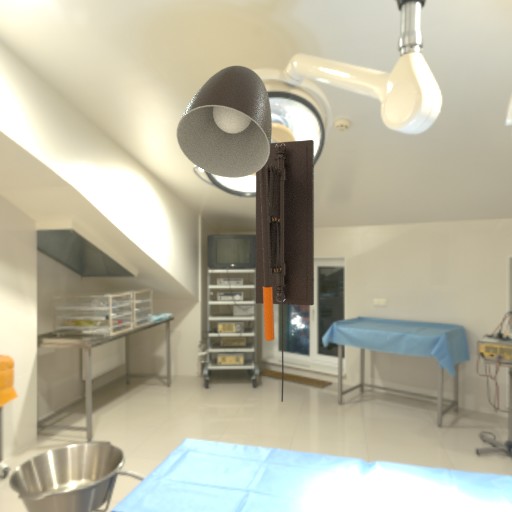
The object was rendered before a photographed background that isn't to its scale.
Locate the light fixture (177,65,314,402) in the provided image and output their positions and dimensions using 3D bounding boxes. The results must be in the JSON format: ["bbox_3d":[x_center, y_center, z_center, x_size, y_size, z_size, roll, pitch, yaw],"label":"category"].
[{"bbox_3d":[0.000,0.000,0.930,0.162,0.715,0.499,0,0,18],"label":"light fixture"}]
